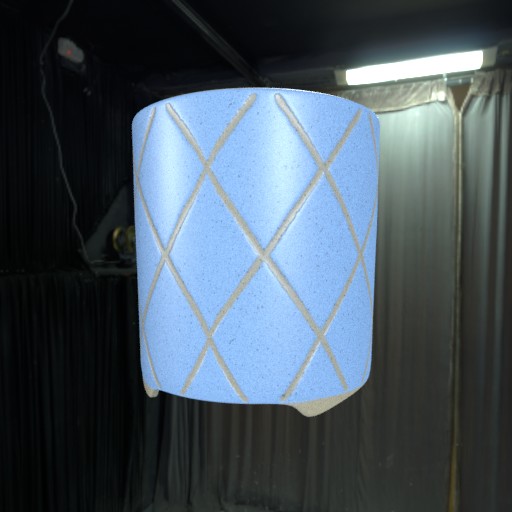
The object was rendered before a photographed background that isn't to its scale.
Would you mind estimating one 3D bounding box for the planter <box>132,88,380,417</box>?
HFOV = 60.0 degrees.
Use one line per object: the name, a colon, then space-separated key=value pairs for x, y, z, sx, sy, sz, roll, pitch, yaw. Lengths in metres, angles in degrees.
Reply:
planter: x=0.000 y=0.000 z=0.355 sx=0.191 sy=0.200 sz=0.191 roll=0 pitch=1 yaw=0
